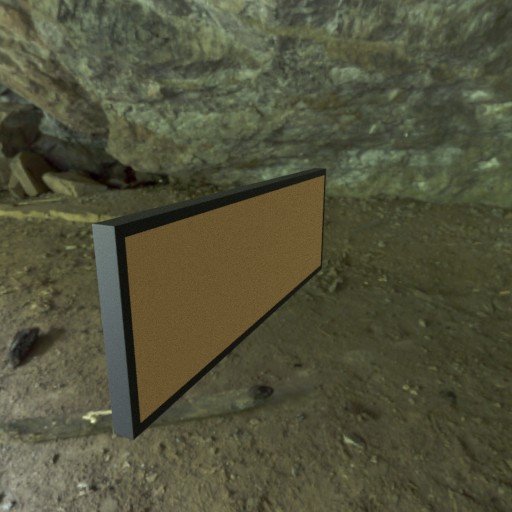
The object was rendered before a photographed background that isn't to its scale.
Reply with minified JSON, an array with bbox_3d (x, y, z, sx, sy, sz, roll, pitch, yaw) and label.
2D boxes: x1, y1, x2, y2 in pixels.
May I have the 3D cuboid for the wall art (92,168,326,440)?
[{"bbox_3d":[0.000,0.000,0.952,0.037,0.303,0.860,8,18,25],"label":"wall art"}]
